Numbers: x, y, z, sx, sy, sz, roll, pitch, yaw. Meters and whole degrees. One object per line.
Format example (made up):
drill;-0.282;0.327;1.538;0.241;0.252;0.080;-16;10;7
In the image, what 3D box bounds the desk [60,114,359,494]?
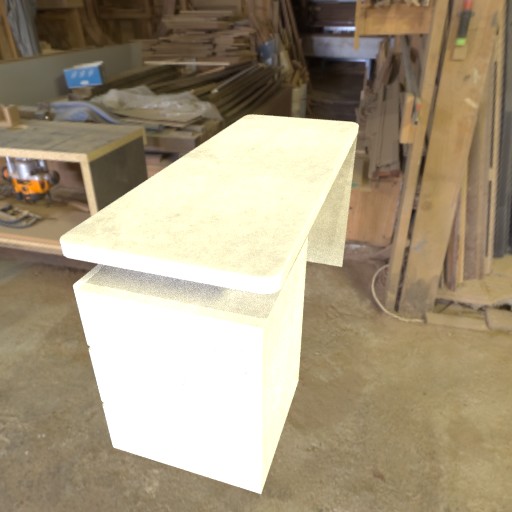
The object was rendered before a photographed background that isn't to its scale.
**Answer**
desk;0.000;0.000;1.732;0.550;0.755;1.400;9;31;16
